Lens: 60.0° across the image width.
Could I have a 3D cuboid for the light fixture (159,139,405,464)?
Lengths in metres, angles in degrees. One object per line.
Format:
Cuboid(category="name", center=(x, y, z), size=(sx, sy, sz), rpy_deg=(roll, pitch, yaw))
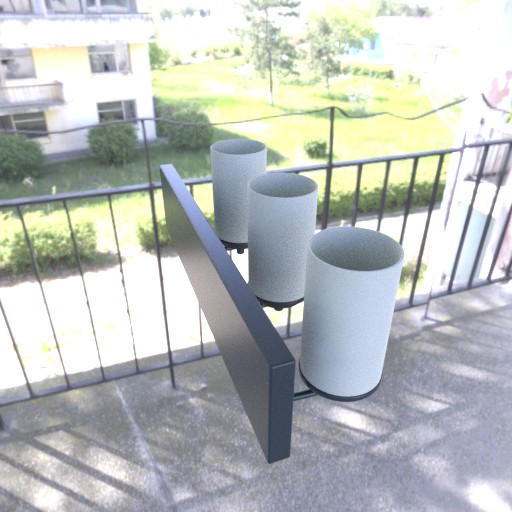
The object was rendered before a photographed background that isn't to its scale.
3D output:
Cuboid(category="light fixture", center=(0.000, 0.000, 0.529), size=(0.145, 0.172, 0.451), rpy_deg=(-10, 32, -17))
